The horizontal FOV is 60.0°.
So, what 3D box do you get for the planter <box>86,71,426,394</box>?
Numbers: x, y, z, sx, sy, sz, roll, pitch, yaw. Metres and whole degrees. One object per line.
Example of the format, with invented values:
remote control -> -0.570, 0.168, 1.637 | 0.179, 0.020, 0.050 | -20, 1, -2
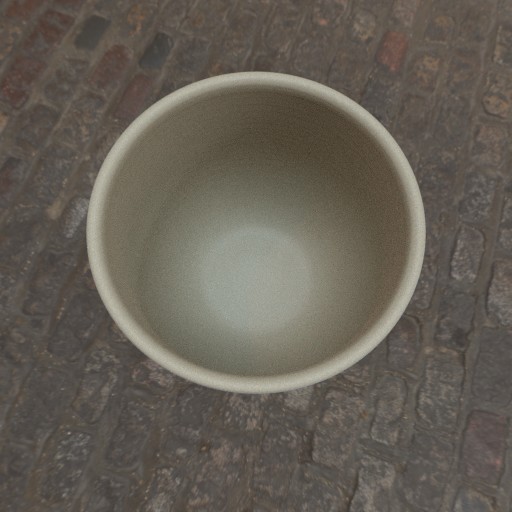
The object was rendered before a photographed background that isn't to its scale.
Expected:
planter -> 0.000, 0.000, 0.362 | 0.208, 0.190, 0.208 | 0, 75, 0
